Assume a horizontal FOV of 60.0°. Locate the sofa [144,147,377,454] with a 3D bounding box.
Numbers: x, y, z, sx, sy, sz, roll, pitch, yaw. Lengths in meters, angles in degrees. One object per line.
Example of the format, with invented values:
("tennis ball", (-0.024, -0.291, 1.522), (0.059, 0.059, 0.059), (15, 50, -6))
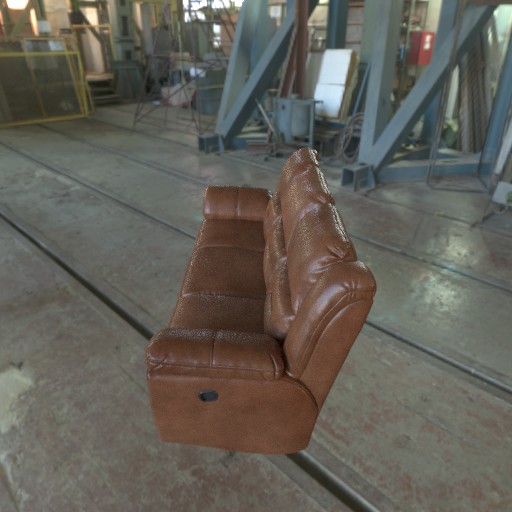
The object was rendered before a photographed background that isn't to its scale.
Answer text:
("sofa", (0.000, 0.000, 2.886), (0.991, 1.043, 2.337), (0, 27, 1))
